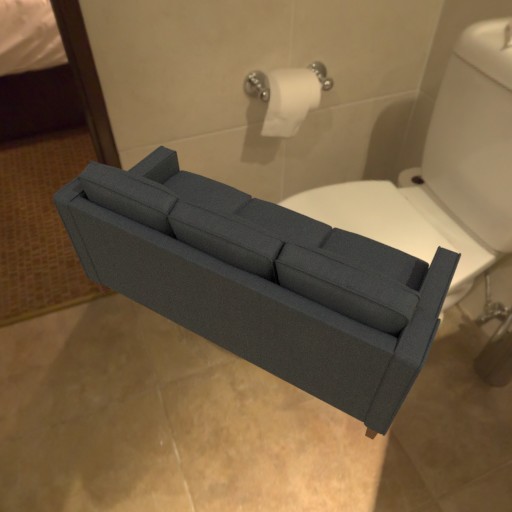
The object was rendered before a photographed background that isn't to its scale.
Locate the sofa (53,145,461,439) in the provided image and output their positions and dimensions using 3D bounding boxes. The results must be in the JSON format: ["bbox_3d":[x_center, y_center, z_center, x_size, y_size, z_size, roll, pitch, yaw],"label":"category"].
[{"bbox_3d":[0.000,0.000,2.514,1.986,0.974,0.911,23,51,20],"label":"sofa"}]
